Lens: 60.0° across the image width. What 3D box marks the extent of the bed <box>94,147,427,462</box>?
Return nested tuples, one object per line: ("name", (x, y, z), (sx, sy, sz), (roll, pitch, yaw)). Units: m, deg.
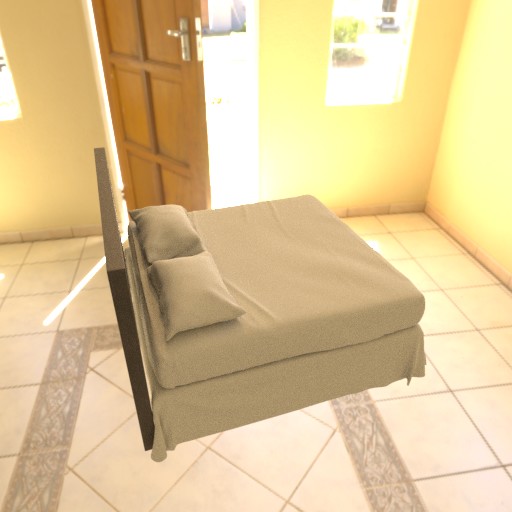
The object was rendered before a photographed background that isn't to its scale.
("bed", (0.000, 0.000, 2.923), (1.785, 1.142, 1.772), (-10, 33, -16))
